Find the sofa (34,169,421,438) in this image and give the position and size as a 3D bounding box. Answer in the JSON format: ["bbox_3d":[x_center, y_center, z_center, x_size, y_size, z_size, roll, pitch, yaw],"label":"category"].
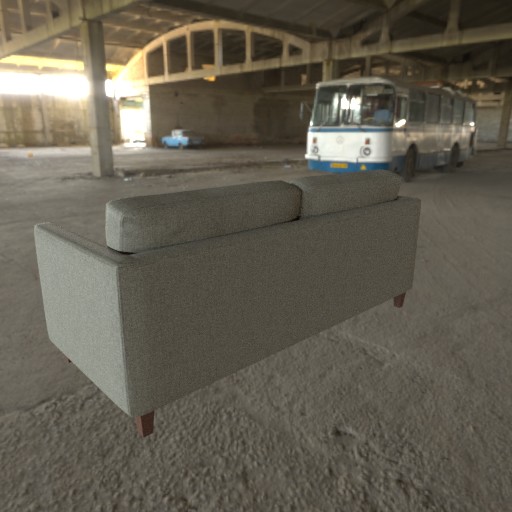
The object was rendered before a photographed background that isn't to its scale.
[{"bbox_3d":[0.000,0.000,2.660,2.208,0.960,0.956,-14,22,-41],"label":"sofa"}]
